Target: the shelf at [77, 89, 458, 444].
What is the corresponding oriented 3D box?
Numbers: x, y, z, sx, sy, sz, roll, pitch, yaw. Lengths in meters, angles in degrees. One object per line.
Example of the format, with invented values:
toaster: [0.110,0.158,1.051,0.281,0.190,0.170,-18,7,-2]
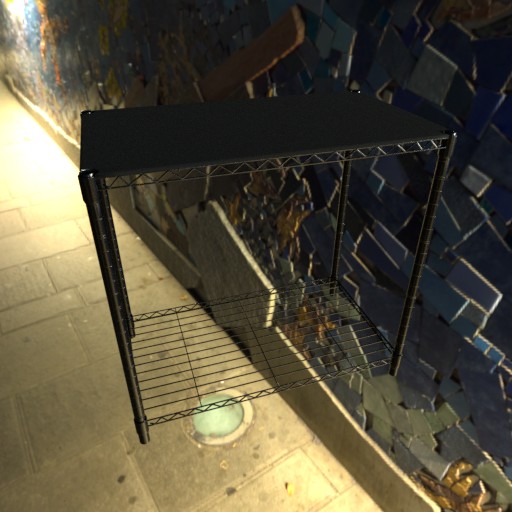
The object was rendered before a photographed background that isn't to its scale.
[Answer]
shelf: [0.000,0.000,0.926,0.589,0.564,0.338,-10,34,-15]
